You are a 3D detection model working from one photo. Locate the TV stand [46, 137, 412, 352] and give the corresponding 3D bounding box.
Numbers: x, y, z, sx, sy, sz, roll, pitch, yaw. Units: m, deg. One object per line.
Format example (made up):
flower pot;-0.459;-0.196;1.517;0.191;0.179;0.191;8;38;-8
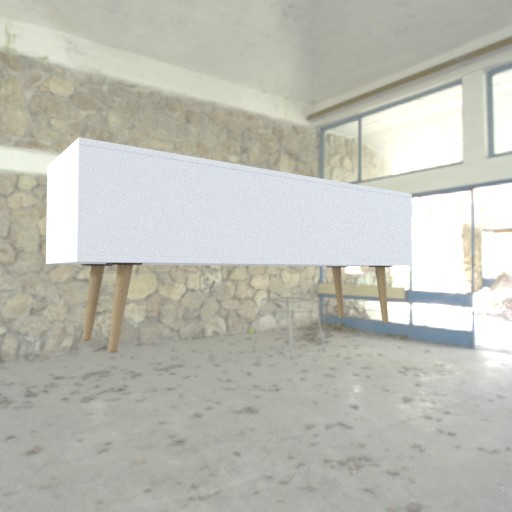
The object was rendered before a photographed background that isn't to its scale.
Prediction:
TV stand;0.000;0.000;1.681;1.398;0.560;0.401;1;-2;-36
